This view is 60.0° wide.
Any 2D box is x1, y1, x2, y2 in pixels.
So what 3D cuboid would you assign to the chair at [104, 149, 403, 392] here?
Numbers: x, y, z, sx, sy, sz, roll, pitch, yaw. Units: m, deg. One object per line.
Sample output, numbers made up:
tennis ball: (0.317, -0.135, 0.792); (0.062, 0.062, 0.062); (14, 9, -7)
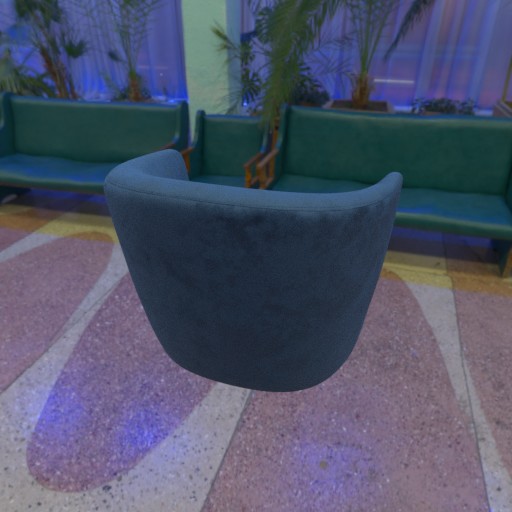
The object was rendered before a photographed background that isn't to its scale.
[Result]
chair: (0.000, 0.000, 1.344); (0.773, 0.698, 0.767); (9, 32, 15)
